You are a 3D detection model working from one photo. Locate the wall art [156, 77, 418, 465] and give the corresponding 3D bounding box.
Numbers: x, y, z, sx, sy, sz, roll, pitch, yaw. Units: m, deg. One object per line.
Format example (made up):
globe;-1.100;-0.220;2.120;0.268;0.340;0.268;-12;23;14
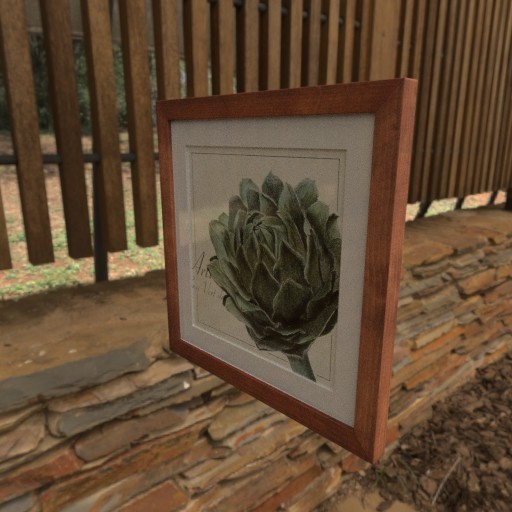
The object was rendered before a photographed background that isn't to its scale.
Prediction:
wall art;0.000;0.000;0.825;0.554;0.572;0.037;15;21;43
